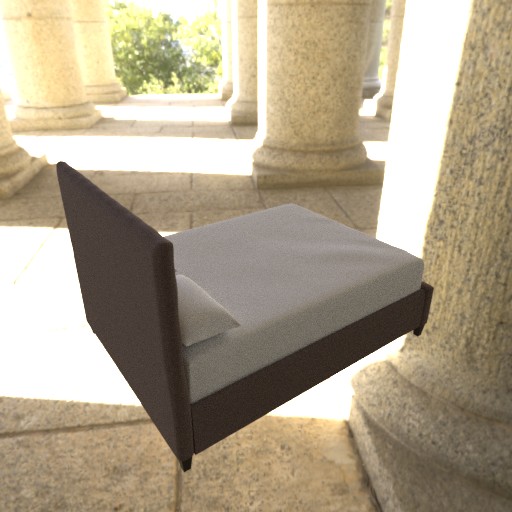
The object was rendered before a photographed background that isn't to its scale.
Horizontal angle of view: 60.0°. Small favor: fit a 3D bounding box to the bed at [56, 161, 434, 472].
[{"bbox_3d":[0.000,0.000,3.337,2.233,1.426,1.696,-18,32,-32],"label":"bed"}]
